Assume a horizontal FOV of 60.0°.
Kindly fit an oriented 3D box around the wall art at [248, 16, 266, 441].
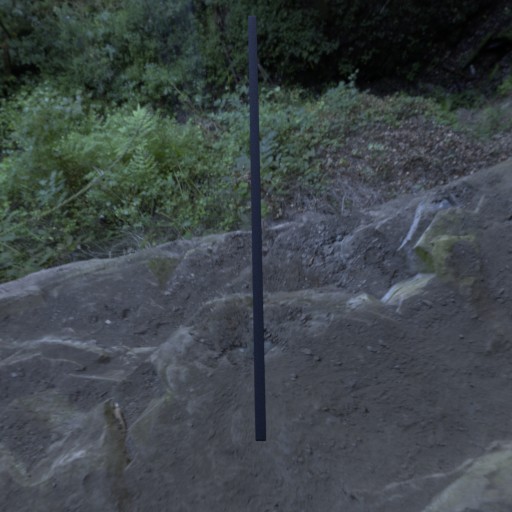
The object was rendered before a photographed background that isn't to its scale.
[{"bbox_3d":[0.000,0.000,0.829,0.012,0.558,0.562,-1,76,0],"label":"wall art"}]
